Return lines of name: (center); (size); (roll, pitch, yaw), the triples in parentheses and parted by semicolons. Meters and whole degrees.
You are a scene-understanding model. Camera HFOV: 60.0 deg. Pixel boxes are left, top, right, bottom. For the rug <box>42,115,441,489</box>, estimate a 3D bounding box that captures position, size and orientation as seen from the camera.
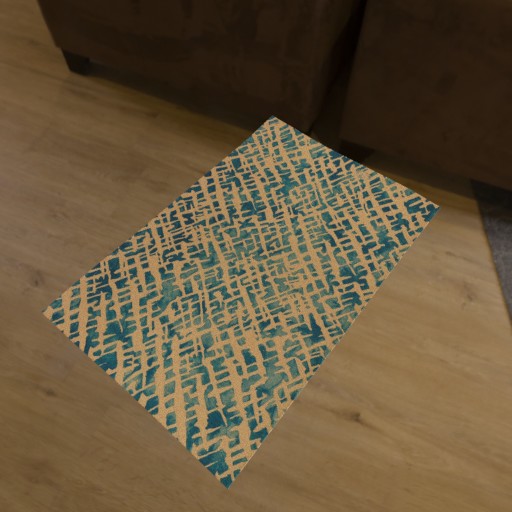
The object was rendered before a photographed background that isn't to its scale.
rug: (0.000, 0.000, 2.335); (1.209, 0.011, 1.830); (35, 64, 19)
